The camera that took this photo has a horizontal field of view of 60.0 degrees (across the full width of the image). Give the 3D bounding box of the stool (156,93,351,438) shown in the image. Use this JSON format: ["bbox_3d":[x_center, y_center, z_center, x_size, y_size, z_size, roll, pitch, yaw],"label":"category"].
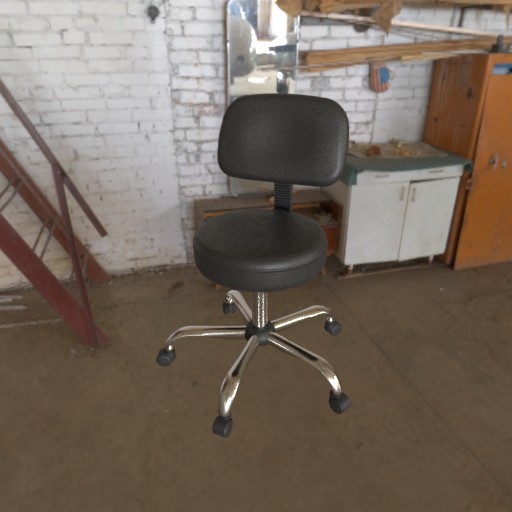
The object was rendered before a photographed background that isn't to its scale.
[{"bbox_3d":[0.000,0.000,1.334,0.673,0.862,0.648,9,28,17],"label":"stool"}]
